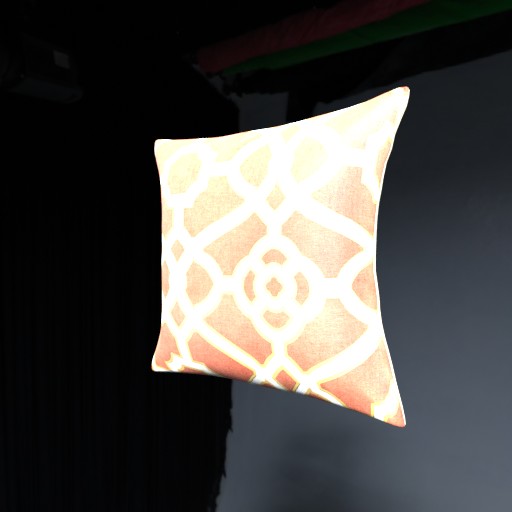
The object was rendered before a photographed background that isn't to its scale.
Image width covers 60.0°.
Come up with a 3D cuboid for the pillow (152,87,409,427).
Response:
[{"bbox_3d":[0.000,0.000,0.818,0.552,0.508,0.166,0,1,36],"label":"pillow"}]
